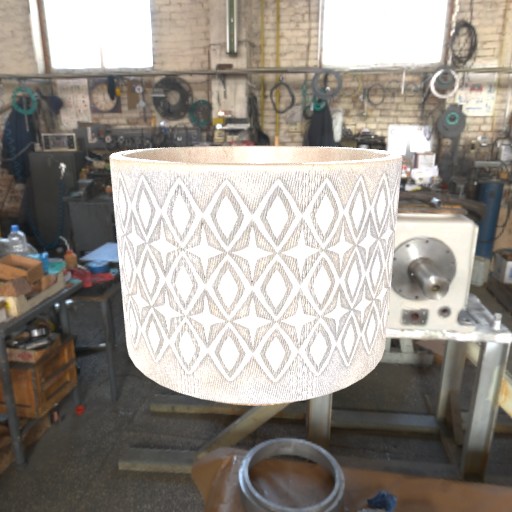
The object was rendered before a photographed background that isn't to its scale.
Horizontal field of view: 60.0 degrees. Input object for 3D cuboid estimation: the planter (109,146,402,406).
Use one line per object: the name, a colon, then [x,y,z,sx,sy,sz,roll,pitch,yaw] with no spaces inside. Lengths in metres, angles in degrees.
planter: [0.000,0.000,0.278,0.164,0.127,0.164,0,17,0]
